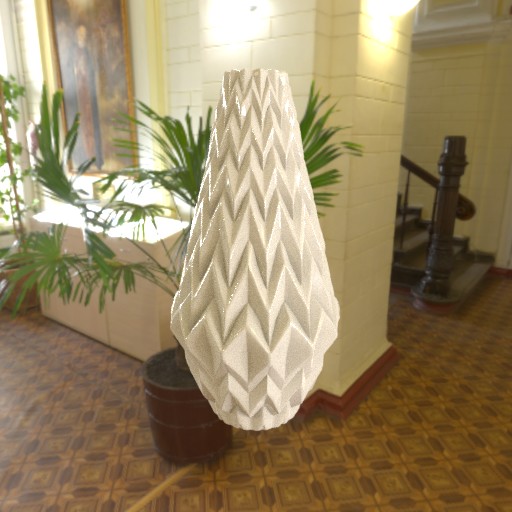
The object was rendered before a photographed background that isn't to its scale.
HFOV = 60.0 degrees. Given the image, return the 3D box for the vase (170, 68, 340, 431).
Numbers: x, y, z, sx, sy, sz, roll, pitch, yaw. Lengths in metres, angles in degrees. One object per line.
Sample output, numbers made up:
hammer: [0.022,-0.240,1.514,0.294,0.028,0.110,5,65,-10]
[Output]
vase: [0.000,0.000,0.425,0.167,0.328,0.167,0,15,0]
